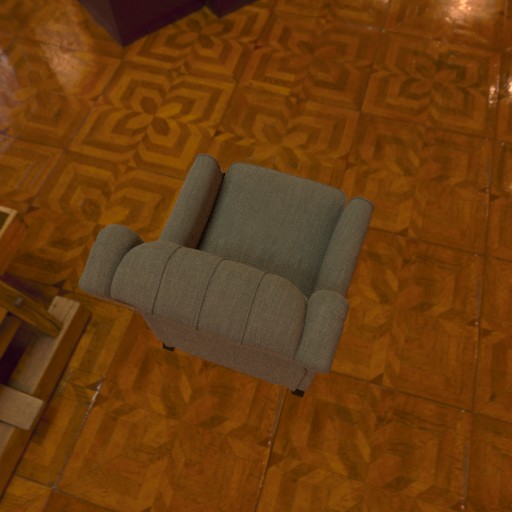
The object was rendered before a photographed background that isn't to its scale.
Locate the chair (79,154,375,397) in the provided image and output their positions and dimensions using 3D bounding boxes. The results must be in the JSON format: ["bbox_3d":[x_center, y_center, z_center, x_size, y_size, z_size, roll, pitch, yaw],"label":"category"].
[{"bbox_3d":[0.000,0.000,1.661,0.742,1.035,0.898,17,64,9],"label":"chair"}]
